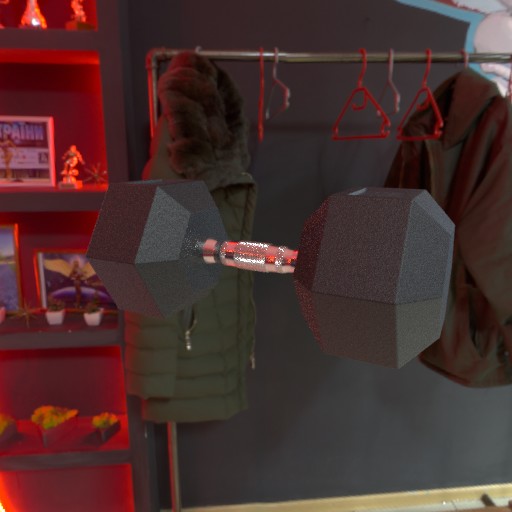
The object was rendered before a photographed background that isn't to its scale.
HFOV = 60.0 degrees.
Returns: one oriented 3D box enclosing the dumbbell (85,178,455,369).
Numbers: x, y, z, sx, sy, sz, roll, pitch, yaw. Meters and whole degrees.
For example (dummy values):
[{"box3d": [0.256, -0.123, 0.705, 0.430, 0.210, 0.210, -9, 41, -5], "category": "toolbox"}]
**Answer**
[{"box3d": [0.000, 0.000, 0.339, 0.271, 0.106, 0.122, 7, 16, 26], "category": "dumbbell"}]
